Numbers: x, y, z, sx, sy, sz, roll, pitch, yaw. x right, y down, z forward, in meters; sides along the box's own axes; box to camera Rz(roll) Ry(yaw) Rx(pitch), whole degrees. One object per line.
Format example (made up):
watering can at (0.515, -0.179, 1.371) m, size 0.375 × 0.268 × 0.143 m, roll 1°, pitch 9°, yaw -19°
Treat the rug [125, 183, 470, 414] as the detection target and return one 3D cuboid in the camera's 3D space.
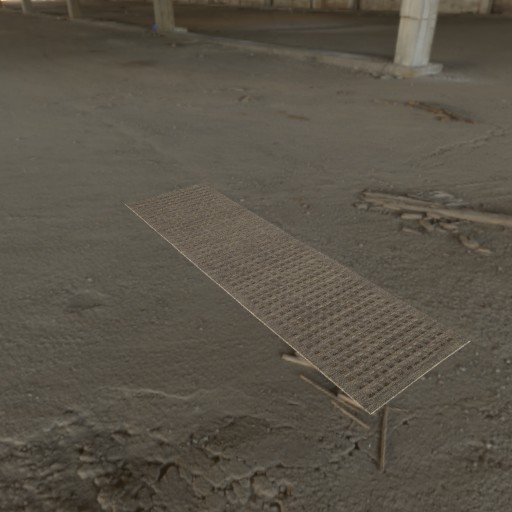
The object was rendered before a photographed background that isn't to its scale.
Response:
rug at (0.000, 0.000, 2.748) m, size 0.706 × 0.009 × 2.443 m, roll -21°, pitch 37°, yaw -31°
